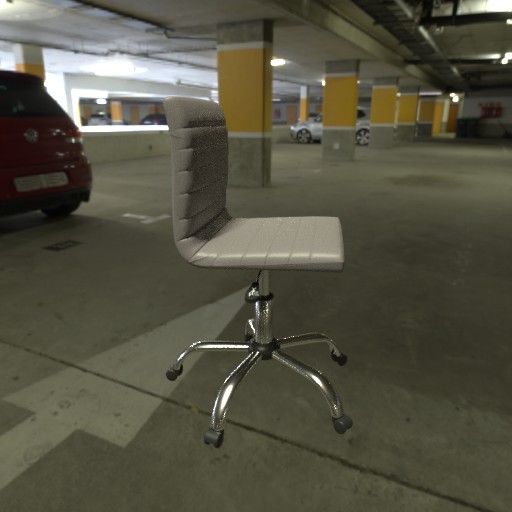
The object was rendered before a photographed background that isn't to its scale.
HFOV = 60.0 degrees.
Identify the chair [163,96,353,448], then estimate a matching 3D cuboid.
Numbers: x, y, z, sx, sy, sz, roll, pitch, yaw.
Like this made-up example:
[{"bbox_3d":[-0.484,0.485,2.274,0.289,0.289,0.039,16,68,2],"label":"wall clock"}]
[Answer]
[{"bbox_3d":[0.000,0.000,1.160,0.530,0.780,0.556,3,17,9],"label":"chair"}]
